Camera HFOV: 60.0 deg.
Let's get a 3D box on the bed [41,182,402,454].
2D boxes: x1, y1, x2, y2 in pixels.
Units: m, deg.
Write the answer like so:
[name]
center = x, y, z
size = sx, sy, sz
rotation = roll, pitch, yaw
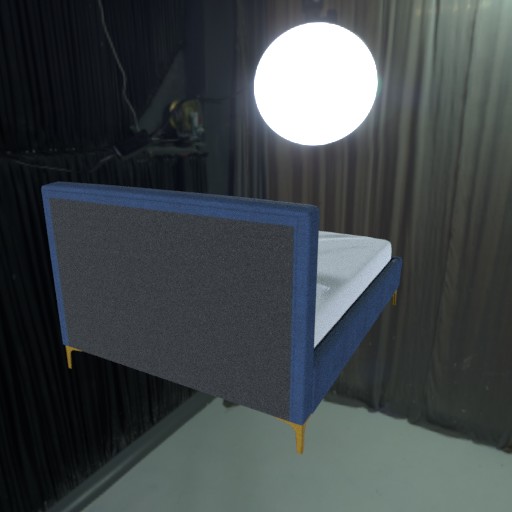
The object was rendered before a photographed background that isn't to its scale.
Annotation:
[bed]
center = 0.000, 0.000, 3.284
size = 1.723, 1.231, 2.172
rotation = 9, 19, 27
